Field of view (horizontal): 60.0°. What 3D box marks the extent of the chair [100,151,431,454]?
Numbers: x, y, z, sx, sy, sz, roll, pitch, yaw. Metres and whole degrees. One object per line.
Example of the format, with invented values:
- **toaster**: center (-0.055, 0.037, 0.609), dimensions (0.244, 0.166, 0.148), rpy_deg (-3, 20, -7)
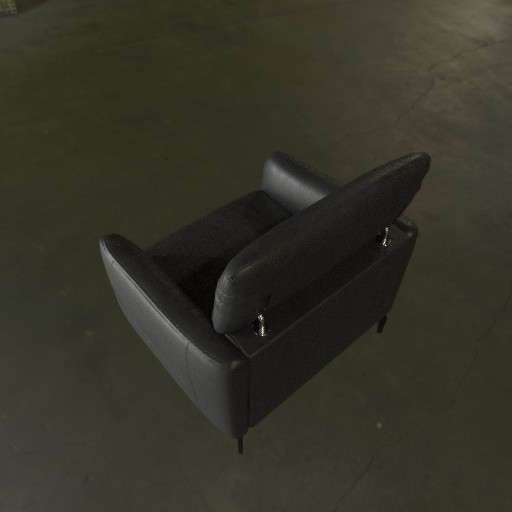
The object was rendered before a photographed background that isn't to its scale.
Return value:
- **chair**: center (0.000, 0.000, 1.710), dimensions (0.976, 0.949, 0.809), rpy_deg (-32, 54, -27)
